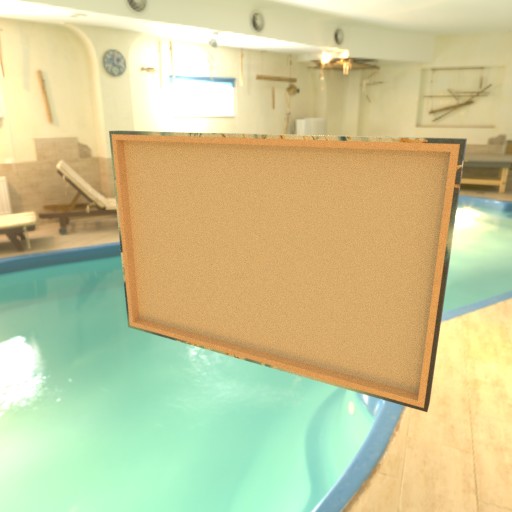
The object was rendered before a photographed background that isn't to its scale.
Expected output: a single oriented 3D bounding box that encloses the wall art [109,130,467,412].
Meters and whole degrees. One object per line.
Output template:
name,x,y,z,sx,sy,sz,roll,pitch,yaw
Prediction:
wall art,0.000,0.000,1.146,0.912,0.608,0.038,9,20,26
